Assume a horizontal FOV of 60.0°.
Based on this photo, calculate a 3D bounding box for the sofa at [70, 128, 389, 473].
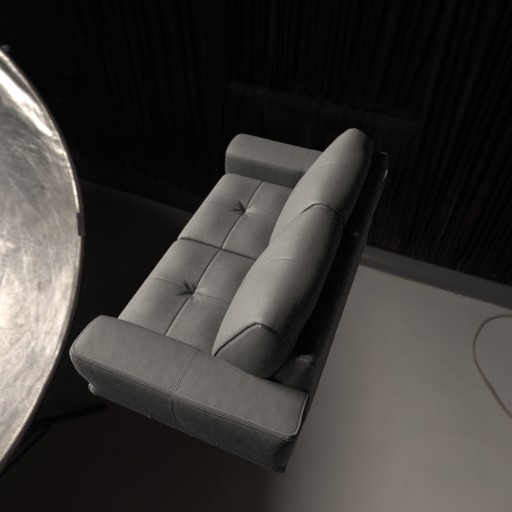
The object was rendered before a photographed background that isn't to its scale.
[{"bbox_3d":[0.000,0.000,2.319,1.018,0.907,1.806,17,50,15],"label":"sofa"}]
